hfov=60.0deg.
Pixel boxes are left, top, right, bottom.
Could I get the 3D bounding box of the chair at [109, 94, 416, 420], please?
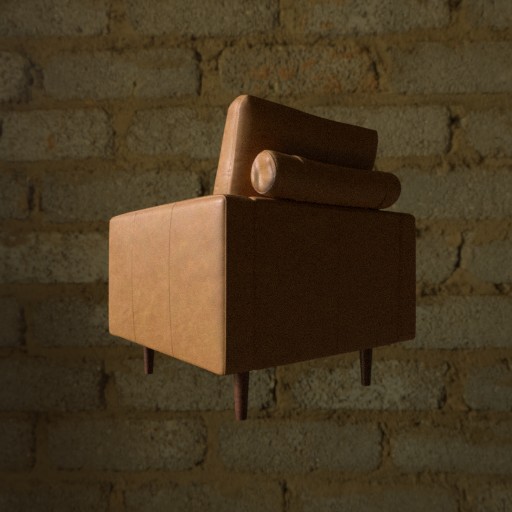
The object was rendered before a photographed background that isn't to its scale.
[{"bbox_3d":[0.000,0.000,1.606,0.831,0.896,0.868,0,0,-38],"label":"chair"}]
